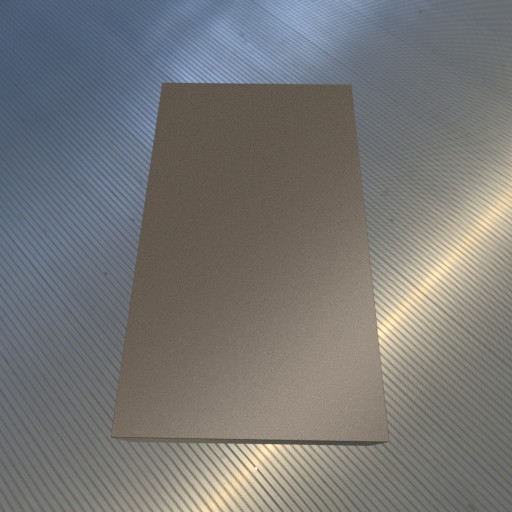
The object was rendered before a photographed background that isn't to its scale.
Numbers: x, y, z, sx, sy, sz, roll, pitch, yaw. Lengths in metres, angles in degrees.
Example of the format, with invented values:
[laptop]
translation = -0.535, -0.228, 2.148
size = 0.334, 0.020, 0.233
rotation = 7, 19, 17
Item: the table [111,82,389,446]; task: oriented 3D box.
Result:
[table]
translation = 0.000, 0.000, 1.536
size = 0.703, 0.404, 1.201
rotation = 1, 64, 0
